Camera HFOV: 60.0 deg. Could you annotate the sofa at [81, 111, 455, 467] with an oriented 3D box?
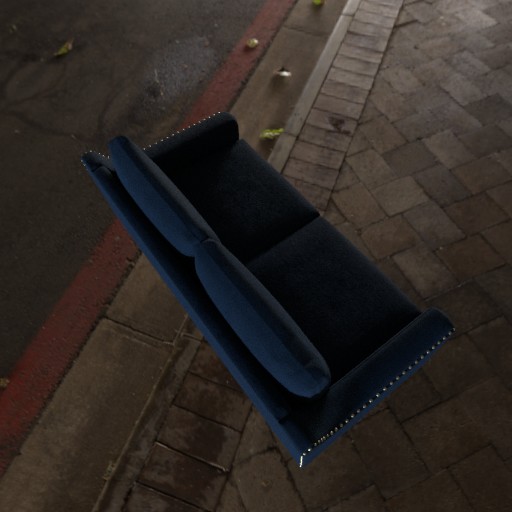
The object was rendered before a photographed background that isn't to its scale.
[{"bbox_3d":[0.000,0.000,2.685,1.104,0.983,2.107,-32,63,-19],"label":"sofa"}]
